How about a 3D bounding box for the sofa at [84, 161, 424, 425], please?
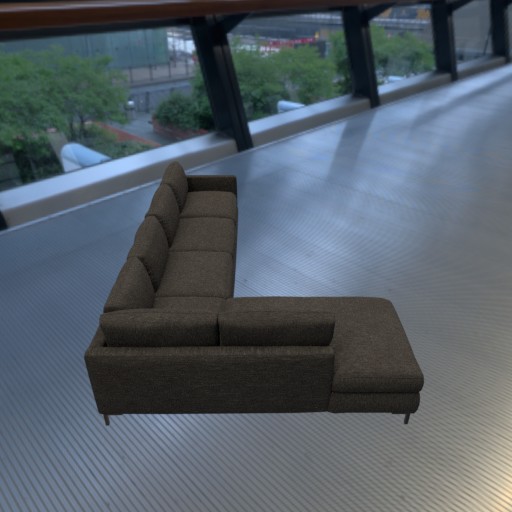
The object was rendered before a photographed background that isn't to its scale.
[{"bbox_3d":[0.000,0.000,3.866,2.007,0.815,2.949,0,31,-1],"label":"sofa"}]
